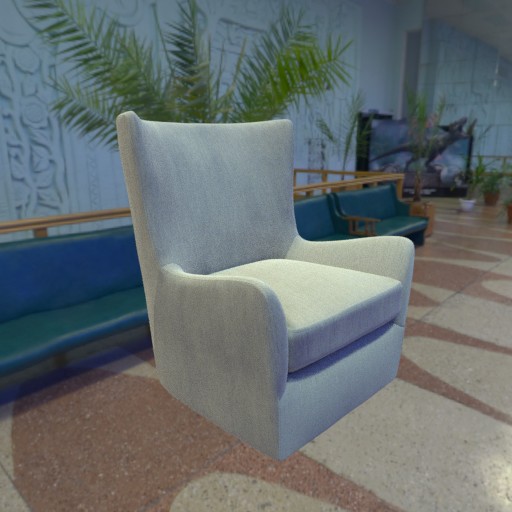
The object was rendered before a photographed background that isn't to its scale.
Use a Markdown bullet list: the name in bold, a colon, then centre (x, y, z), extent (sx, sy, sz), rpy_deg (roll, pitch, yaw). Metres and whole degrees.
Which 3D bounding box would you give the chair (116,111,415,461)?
- **chair**: centre (0.000, 0.000, 1.631), extent (0.779, 1.000, 0.904), rpy_deg (-14, 20, -43)
